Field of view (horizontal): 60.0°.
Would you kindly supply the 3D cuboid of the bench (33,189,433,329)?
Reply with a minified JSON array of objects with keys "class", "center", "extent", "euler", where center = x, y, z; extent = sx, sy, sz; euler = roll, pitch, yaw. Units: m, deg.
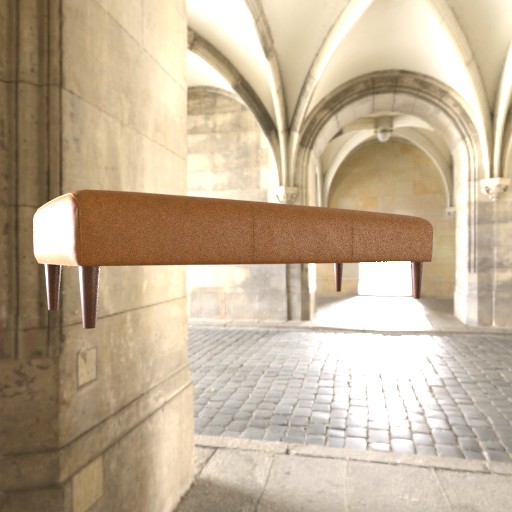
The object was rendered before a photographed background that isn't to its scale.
[{"class":"bench","center":[0.000,0.000,1.862],"extent":[1.610,0.399,0.653],"euler":[0,0,-35]}]
